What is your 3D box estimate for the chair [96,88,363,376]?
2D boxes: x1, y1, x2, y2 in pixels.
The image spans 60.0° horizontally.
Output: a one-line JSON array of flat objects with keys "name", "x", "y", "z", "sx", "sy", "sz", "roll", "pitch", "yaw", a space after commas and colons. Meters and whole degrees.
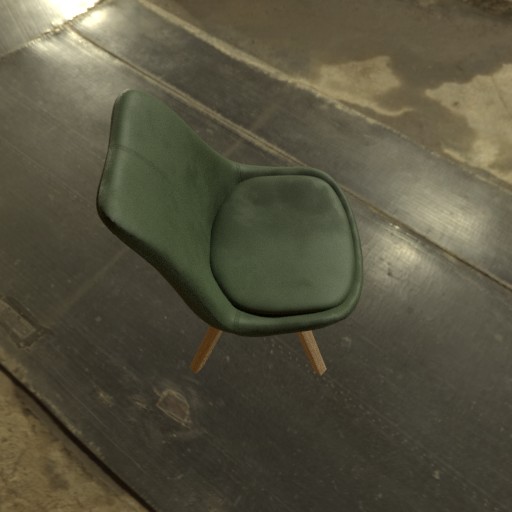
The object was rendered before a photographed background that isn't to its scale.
[{"name": "chair", "x": 0.000, "y": 0.000, "z": 1.171, "sx": 0.547, "sy": 0.865, "sz": 0.483, "roll": -1, "pitch": 62, "yaw": 0}]
